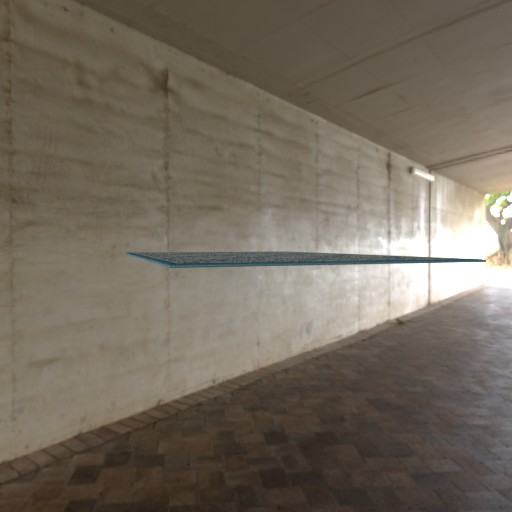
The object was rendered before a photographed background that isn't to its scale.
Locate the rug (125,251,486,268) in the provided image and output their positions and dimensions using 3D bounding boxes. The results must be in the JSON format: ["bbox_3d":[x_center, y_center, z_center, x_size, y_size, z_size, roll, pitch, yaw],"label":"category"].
[{"bbox_3d":[0.000,0.000,2.350,1.211,0.012,1.833,-1,2,-20],"label":"rug"}]
